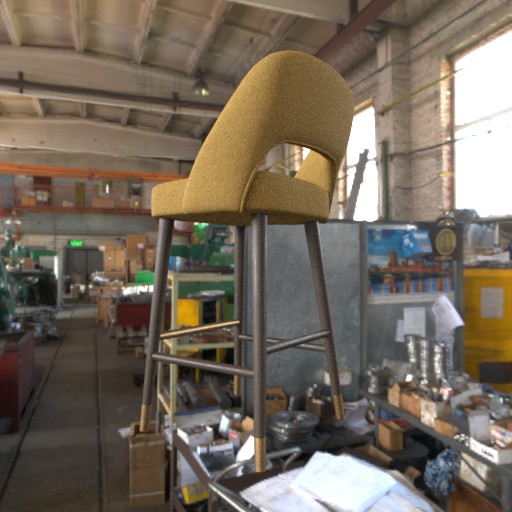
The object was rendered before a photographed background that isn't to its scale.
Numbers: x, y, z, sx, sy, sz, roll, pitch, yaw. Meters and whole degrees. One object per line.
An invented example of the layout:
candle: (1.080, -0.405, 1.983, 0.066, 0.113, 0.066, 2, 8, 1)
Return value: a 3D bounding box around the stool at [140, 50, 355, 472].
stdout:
stool: (0.000, 0.000, 1.340, 0.522, 1.032, 0.536, 0, 0, 36)
